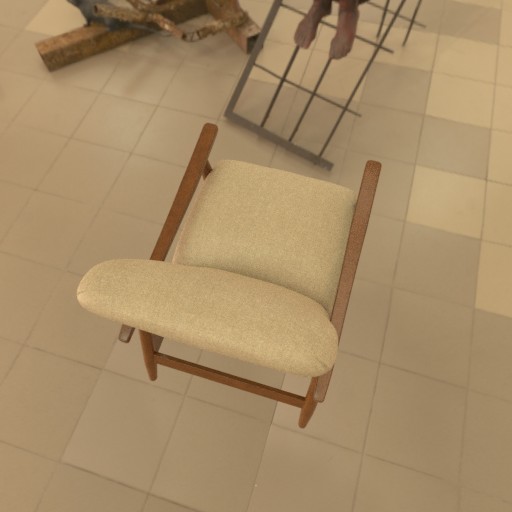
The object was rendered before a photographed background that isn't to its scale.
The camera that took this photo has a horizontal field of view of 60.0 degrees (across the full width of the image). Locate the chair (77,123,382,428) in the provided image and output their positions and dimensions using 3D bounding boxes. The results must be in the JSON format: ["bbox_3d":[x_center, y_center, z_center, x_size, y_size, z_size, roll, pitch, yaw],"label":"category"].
[{"bbox_3d":[0.000,0.000,1.700,0.762,1.082,1.030,15,64,8],"label":"chair"}]
